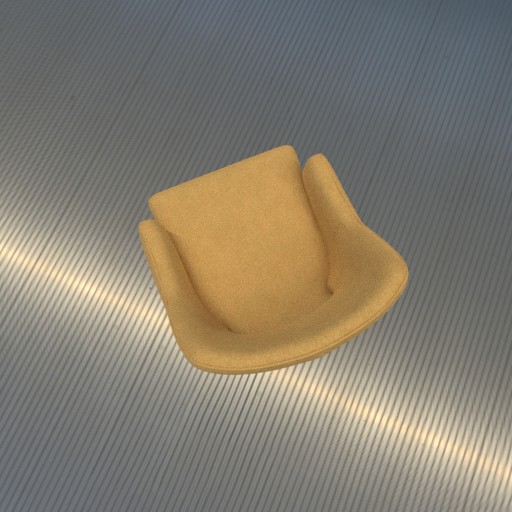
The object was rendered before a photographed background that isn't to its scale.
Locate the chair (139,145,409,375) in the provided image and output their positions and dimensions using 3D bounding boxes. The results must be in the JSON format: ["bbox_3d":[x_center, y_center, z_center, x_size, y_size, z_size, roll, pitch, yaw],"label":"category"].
[{"bbox_3d":[0.000,0.000,1.241,0.548,0.849,0.605,-22,78,-5],"label":"chair"}]
